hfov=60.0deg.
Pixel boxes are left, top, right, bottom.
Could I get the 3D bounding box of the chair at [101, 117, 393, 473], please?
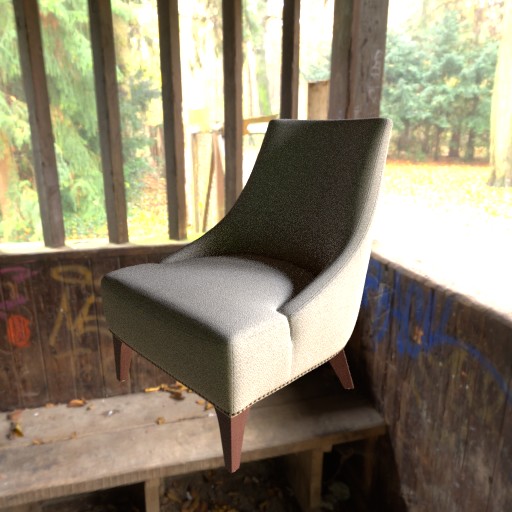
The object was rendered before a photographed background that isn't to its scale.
[{"bbox_3d":[0.000,0.000,1.518,0.861,0.909,0.701,-15,22,-42],"label":"chair"}]
